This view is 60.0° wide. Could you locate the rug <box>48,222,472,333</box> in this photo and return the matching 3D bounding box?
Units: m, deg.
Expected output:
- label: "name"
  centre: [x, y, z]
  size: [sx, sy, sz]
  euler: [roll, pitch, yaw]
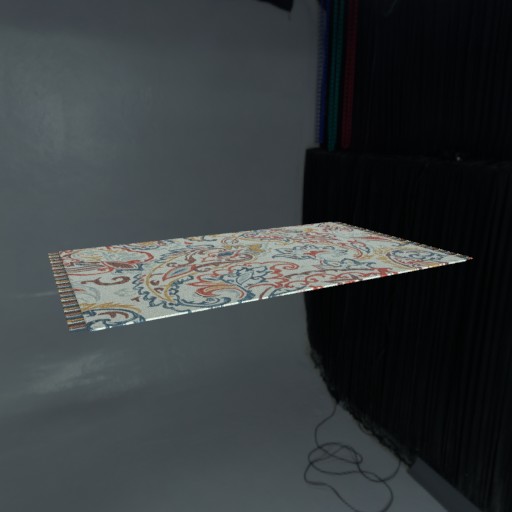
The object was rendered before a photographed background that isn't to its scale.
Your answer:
- label: "rug"
  centre: [0.000, 0.000, 3.118]
  size: [2.584, 0.010, 1.523]
  euler: [-8, 17, -27]
